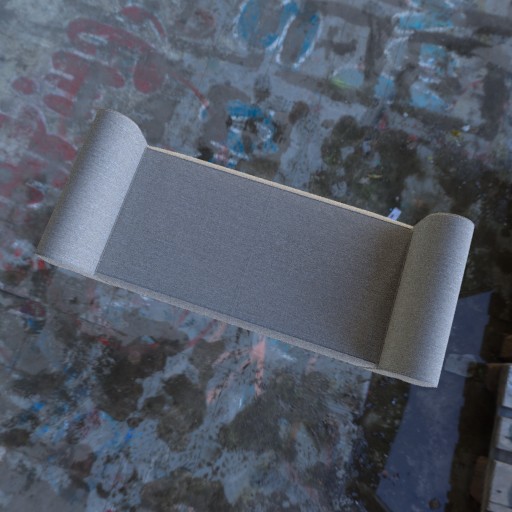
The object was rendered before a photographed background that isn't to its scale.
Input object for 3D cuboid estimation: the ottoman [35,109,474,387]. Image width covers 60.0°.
[{"bbox_3d":[0.000,0.000,1.573,1.256,0.547,0.521,18,78,4],"label":"ottoman"}]
